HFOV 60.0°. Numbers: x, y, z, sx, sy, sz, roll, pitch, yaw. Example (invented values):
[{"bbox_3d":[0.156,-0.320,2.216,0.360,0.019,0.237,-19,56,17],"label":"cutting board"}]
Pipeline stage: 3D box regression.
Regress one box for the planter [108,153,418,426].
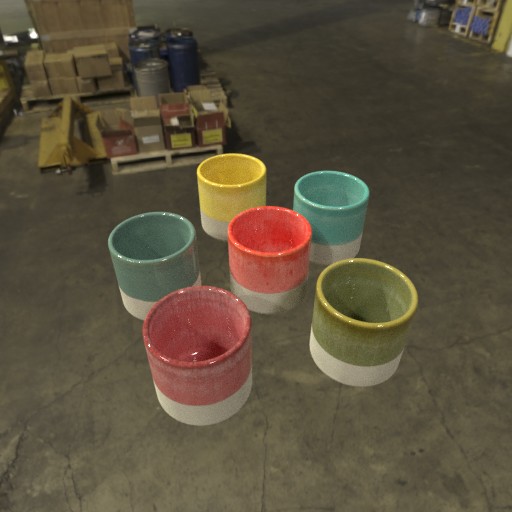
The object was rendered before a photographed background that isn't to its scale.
[{"bbox_3d":[0.000,0.000,0.421,0.257,0.075,0.286,-11,40,-13],"label":"planter"}]
